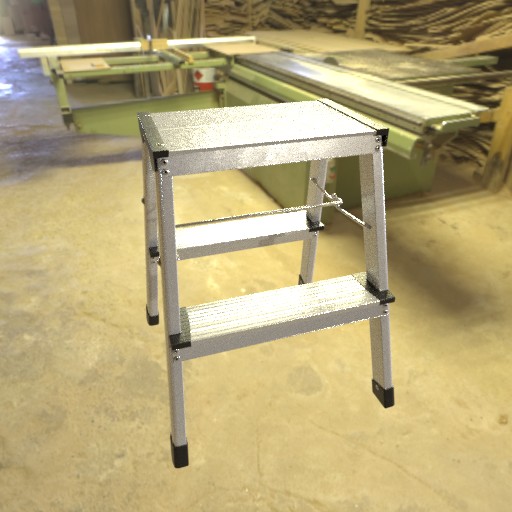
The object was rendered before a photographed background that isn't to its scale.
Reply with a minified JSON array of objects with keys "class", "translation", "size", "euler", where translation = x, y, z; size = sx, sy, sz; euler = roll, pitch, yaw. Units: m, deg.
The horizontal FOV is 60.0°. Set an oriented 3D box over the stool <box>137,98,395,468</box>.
[{"class":"stool","translation":[0.000,0.000,0.790],"size":[0.404,0.480,0.405],"euler":[-10,33,-15]}]
